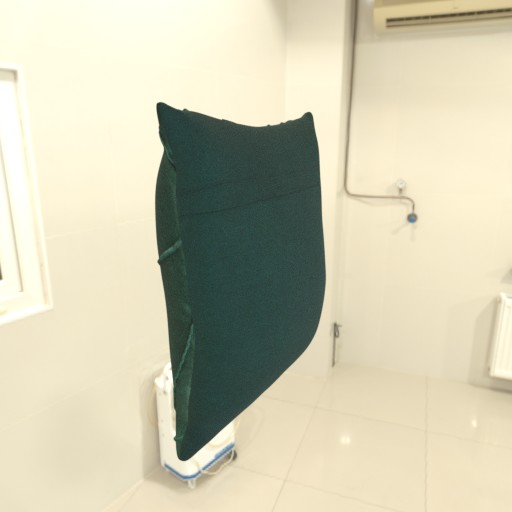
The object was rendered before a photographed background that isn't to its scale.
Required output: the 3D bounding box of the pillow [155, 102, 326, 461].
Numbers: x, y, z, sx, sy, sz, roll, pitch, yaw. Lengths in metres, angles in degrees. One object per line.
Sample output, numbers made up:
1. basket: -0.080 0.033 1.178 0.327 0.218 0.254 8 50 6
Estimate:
1. pillow: 0.000 0.000 0.685 0.184 0.440 0.439 8 17 26
